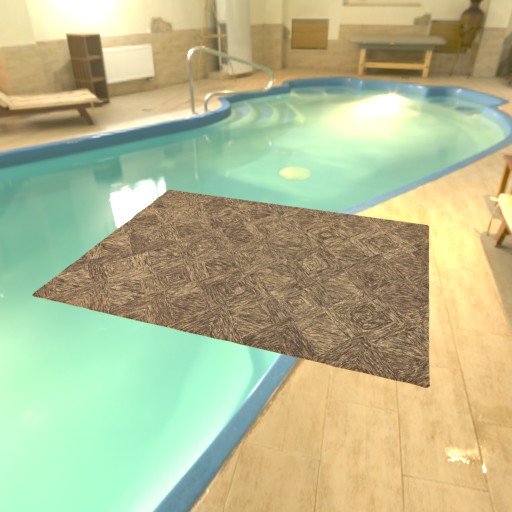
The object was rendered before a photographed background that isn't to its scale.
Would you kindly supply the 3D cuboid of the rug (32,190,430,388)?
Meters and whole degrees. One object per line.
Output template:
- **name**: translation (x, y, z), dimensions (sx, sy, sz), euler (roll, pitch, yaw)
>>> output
- **rug**: translation (0.000, 0.000, 4.306), dimensions (3.204, 0.017, 2.448), euler (10, 32, 16)
